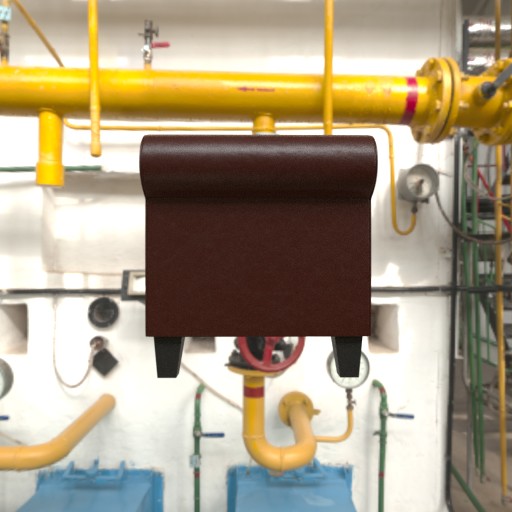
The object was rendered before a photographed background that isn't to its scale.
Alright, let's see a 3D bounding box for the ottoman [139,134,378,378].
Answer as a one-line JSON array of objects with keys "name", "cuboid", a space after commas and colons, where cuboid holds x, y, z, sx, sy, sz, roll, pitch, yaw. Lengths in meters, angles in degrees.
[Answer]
[{"name": "ottoman", "cuboid": [0.000, 0.000, 1.555, 0.521, 0.547, 1.256, 0, 0, -1]}]
